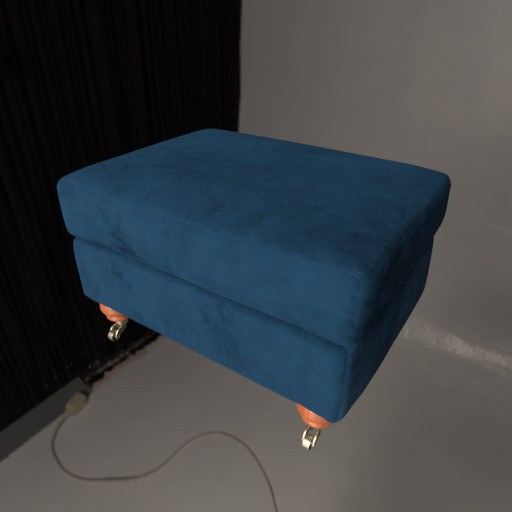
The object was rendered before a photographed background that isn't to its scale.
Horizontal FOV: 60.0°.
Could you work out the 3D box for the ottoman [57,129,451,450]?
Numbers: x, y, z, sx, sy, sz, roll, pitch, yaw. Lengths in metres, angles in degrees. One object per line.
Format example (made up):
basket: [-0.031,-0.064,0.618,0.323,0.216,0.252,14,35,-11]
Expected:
ottoman: [0.000,0.000,1.127,0.773,0.503,0.572,19,35,29]
